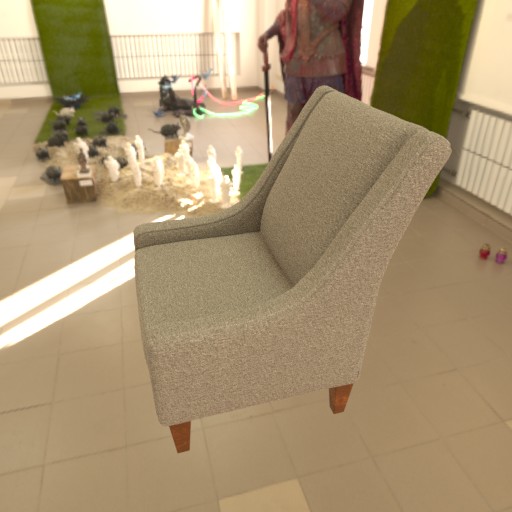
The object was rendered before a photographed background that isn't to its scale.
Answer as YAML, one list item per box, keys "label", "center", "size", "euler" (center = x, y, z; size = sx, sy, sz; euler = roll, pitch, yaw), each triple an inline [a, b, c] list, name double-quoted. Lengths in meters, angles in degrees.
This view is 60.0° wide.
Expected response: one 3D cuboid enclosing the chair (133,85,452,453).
- label: "chair"
  center: [0.000, 0.000, 1.603]
  size: [0.870, 1.016, 0.774]
  euler: [-9, 32, -14]
